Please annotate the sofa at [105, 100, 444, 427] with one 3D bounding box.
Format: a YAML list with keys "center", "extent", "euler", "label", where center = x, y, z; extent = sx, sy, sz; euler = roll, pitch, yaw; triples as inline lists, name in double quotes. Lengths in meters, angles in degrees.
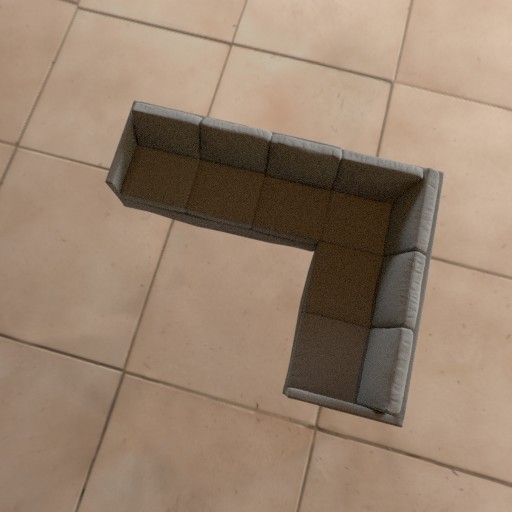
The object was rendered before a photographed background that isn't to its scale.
- center: [0.000, 0.000, 4.353]
  extent: [3.182, 0.871, 2.432]
  euler: [14, 77, 3]
  label: "sofa"
